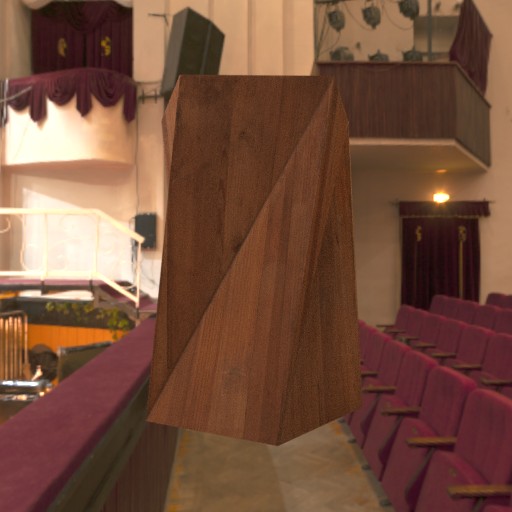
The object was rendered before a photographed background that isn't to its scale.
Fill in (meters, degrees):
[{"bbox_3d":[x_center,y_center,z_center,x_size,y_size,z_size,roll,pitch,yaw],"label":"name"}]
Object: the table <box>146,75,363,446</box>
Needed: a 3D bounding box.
[{"bbox_3d":[0.000,0.000,0.920,0.425,0.604,0.441,0,-1,1],"label":"table"}]
